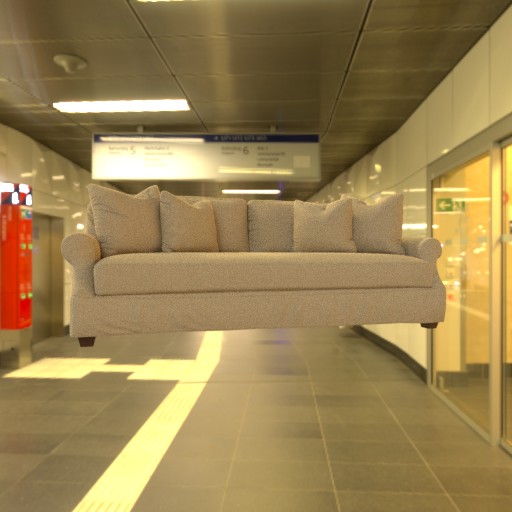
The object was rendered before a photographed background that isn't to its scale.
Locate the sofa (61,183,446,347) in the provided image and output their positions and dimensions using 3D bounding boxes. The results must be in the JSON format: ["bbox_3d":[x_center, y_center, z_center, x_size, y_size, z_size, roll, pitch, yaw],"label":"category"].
[{"bbox_3d":[0.000,0.000,2.922,2.285,0.904,1.067,0,0,-16],"label":"sofa"}]
